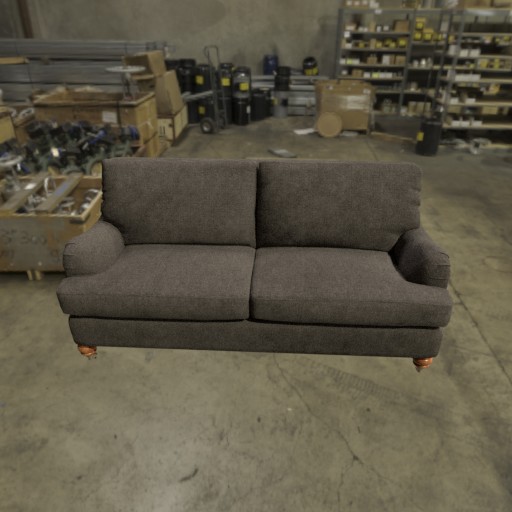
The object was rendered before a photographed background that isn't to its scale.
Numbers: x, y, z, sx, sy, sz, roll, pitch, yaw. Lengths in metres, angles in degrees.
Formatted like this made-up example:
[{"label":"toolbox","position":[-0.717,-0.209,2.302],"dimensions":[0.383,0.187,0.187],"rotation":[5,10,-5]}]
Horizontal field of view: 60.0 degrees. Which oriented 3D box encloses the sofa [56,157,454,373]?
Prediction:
[{"label":"sofa","position":[0.000,0.000,2.790],"dimensions":[2.160,1.054,1.087],"rotation":[2,29,3]}]
